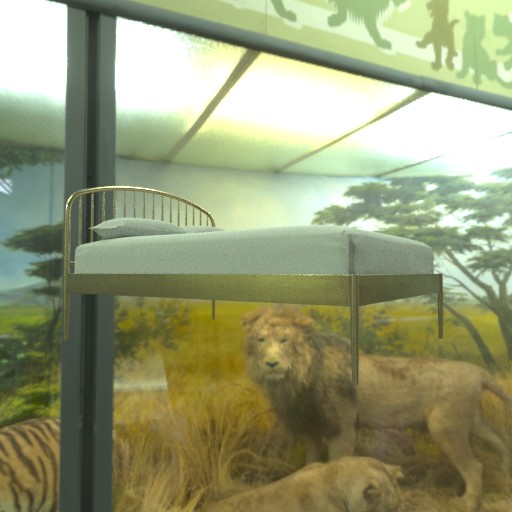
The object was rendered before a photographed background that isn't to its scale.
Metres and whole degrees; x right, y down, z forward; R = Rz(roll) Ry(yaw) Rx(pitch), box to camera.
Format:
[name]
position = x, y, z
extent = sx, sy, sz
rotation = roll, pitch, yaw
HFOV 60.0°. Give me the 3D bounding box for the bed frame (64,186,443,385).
[bed frame]
position = 0.000, 0.000, 3.139
extent = 2.152, 1.175, 1.612
rotation = -1, -2, 35
